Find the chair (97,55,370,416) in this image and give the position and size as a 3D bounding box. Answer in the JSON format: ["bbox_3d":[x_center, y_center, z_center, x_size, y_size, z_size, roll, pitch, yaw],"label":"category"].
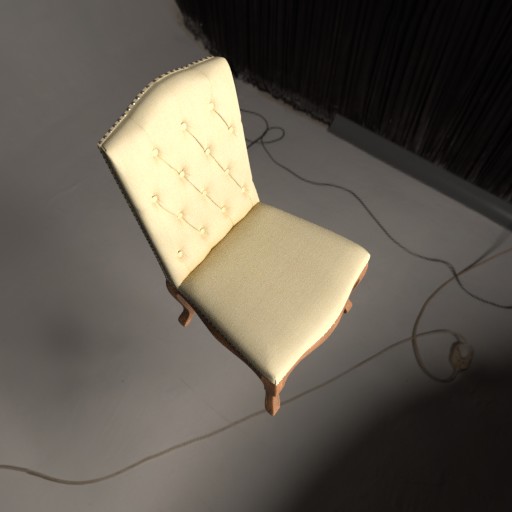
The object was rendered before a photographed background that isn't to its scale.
[{"bbox_3d":[0.000,0.000,1.586,0.715,1.165,0.623,34,65,18],"label":"chair"}]
